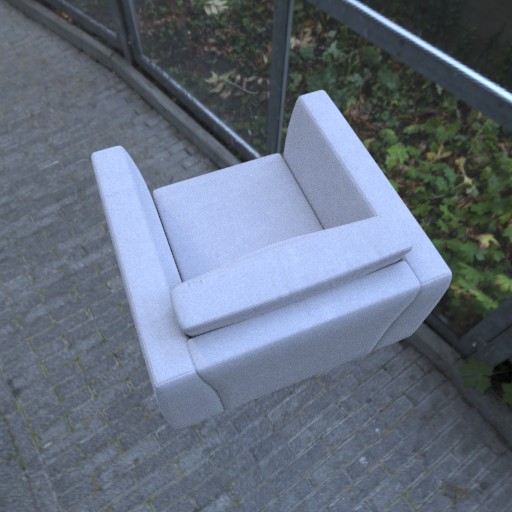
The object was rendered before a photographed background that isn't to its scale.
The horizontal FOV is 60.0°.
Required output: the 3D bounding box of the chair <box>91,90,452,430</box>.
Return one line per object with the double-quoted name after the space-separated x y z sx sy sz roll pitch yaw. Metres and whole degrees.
0.000 0.000 1.728 1.000 0.860 0.930 -19 61 -11 "chair"
